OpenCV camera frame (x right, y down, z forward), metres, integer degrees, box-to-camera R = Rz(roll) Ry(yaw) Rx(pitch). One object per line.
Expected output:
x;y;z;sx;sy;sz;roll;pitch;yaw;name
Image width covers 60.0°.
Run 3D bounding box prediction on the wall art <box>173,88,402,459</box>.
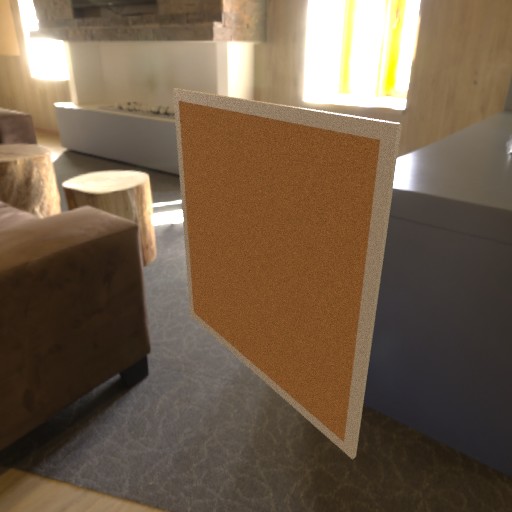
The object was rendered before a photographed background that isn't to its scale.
0.000;0.000;0.842;0.009;0.559;0.558;-18;31;-33;wall art
